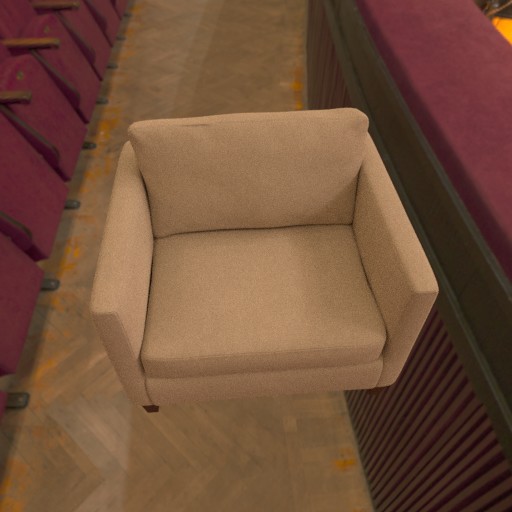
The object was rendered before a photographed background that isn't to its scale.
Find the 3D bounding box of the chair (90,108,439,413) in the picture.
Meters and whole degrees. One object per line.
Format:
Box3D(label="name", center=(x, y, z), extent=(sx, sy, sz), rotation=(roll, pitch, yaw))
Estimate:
Box3D(label="chair", center=(0.000, 0.000, 1.832), extent=(1.107, 0.961, 0.959), rotation=(-4, 48, -3))
